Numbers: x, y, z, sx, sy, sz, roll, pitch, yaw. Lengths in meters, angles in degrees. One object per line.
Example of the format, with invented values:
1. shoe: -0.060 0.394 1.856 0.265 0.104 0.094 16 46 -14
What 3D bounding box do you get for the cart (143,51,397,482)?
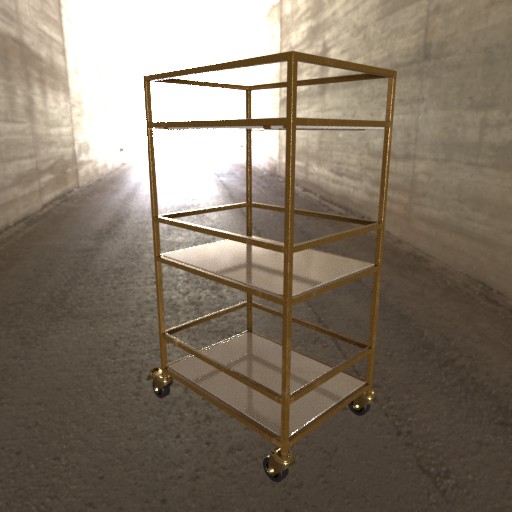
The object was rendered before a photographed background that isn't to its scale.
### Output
1. cart: 0.000 0.000 0.997 0.332 0.761 0.483 -15 21 -43
